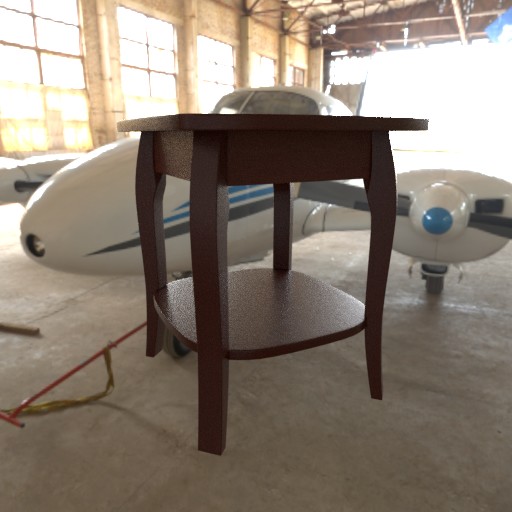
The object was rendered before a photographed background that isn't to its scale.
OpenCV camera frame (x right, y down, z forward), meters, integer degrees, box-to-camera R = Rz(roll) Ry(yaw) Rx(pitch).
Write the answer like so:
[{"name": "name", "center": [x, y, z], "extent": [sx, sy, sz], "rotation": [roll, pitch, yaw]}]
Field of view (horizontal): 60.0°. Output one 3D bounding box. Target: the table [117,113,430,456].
[{"name": "table", "center": [0.000, 0.000, 0.847], "extent": [0.433, 0.496, 0.502], "rotation": [-8, 17, -26]}]
